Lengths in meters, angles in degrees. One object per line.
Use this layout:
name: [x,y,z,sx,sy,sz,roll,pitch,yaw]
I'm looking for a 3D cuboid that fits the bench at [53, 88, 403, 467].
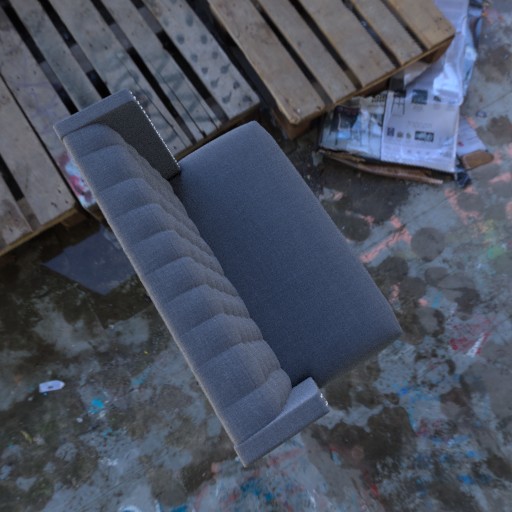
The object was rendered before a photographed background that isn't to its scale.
bench: [0.000,0.000,1.947,0.842,1.121,1.276,-31,77,-8]
